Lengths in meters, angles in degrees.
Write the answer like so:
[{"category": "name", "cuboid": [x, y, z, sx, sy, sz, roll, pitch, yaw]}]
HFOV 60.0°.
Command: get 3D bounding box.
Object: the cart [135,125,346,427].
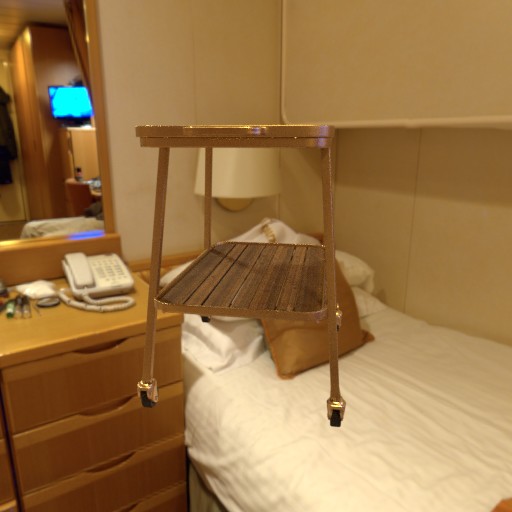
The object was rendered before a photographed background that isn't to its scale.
[{"category": "cart", "cuboid": [0.000, 0.000, 1.264, 0.524, 0.700, 0.806, 2, 15, 9]}]
